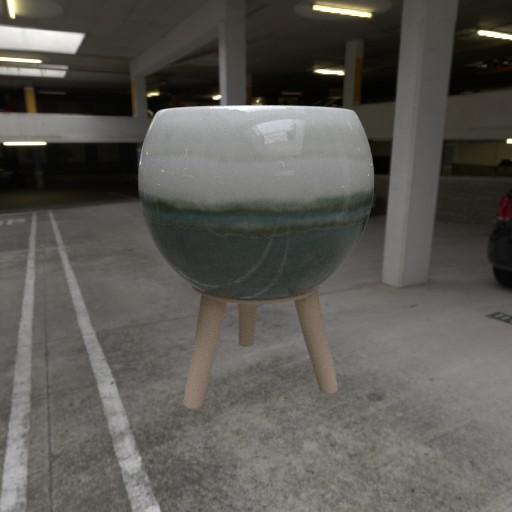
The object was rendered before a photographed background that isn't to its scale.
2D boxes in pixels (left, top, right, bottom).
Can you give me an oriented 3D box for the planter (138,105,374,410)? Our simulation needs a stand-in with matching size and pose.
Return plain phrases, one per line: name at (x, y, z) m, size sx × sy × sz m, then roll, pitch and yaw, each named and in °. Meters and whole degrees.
planter at (0.000, 0.000, 0.449) m, size 0.222 × 0.278 × 0.222 m, roll 0°, pitch 15°, yaw 0°
